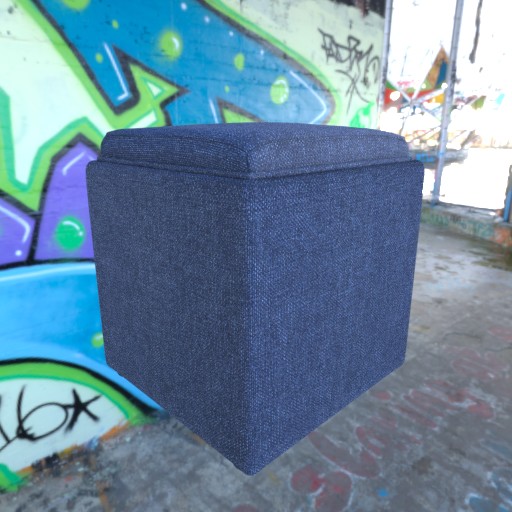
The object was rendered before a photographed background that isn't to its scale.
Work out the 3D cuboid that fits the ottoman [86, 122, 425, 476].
[{"bbox_3d":[0.000,0.000,0.853,0.454,0.493,0.436,-16,23,-42],"label":"ottoman"}]
